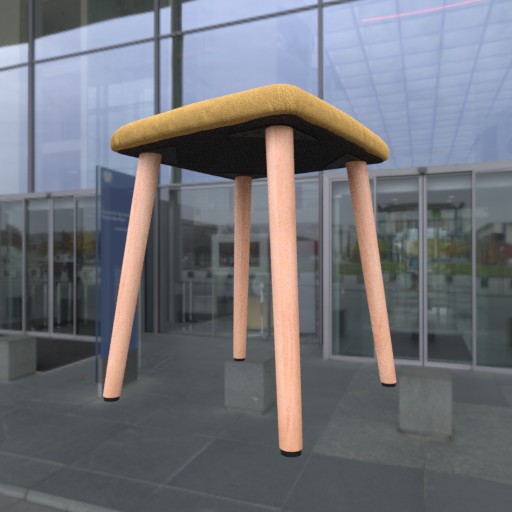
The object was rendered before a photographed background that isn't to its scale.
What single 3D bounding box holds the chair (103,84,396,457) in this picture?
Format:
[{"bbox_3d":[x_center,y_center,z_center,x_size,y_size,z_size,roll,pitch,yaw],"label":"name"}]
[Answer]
[{"bbox_3d":[0.000,0.000,0.715,0.350,0.440,0.350,0,0,36],"label":"chair"}]
